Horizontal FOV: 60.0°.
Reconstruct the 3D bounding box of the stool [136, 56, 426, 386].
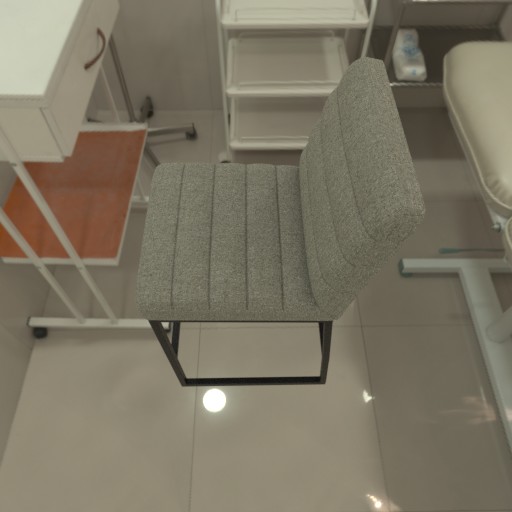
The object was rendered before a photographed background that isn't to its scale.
[{"bbox_3d":[0.000,0.000,1.231,0.560,0.940,0.460,-1,57,0],"label":"stool"}]
